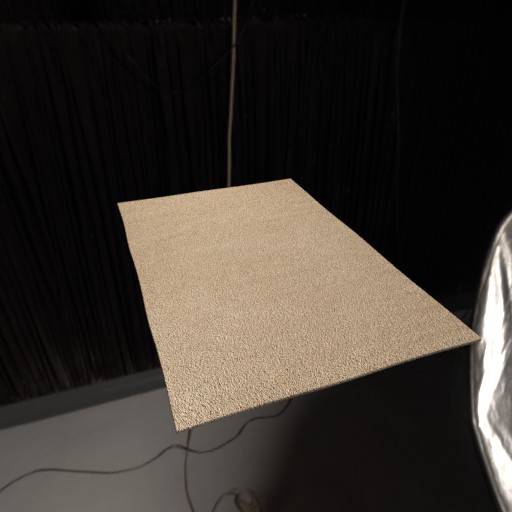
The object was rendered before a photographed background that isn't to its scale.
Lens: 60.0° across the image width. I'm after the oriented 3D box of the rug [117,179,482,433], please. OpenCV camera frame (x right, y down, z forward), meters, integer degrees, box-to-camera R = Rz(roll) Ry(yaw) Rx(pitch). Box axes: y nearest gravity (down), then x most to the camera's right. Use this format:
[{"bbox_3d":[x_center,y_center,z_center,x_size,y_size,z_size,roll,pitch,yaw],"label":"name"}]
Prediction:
[{"bbox_3d":[0.000,0.000,3.398,1.800,0.025,2.699,-11,33,-17],"label":"rug"}]
